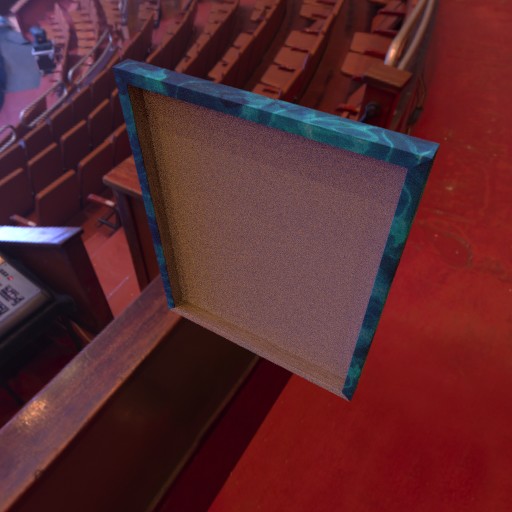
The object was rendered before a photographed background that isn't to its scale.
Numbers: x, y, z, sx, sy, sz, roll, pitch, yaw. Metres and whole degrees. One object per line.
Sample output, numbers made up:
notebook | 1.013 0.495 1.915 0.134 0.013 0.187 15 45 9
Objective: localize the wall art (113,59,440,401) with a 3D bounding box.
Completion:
wall art | 0.000 0.000 0.856 0.508 0.635 0.038 23 50 20
